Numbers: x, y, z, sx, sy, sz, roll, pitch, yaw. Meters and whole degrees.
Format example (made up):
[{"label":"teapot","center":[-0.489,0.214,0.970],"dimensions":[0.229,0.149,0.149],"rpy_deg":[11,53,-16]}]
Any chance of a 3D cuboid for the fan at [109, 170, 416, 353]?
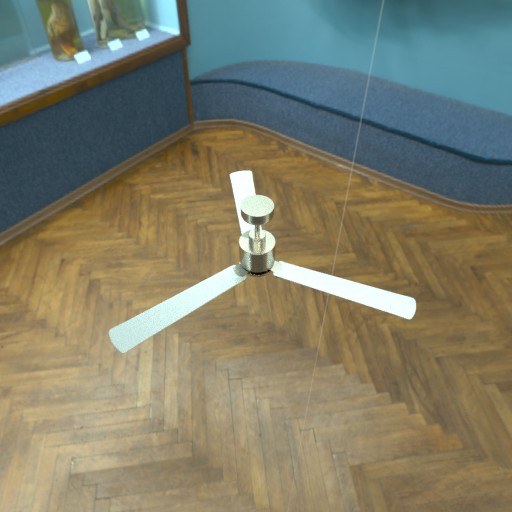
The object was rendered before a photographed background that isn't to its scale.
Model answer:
[{"label":"fan","center":[0.000,0.000,2.315],"dimensions":[1.561,0.446,1.531],"rpy_deg":[31,54,26]}]
